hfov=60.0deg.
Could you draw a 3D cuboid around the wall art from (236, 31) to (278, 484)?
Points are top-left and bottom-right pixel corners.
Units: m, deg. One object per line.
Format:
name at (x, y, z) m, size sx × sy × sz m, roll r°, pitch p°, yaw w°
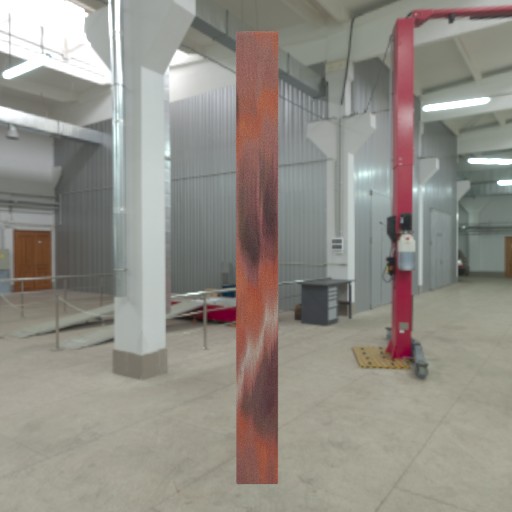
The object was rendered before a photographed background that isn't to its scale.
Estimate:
wall art at (0.000, 0.000, 0.598) m, size 0.038 × 0.406 × 0.403 m, roll 0°, pitch 1°, yaw 0°
